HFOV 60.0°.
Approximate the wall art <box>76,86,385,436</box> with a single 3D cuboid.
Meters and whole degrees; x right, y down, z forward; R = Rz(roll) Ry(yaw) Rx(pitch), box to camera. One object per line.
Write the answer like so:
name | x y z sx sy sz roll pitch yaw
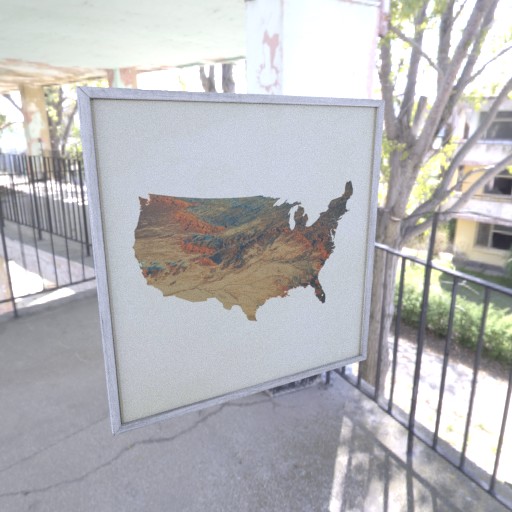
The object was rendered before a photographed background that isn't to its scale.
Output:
wall art | 0.000 0.000 0.738 0.508 0.507 0.016 -8 18 -27
